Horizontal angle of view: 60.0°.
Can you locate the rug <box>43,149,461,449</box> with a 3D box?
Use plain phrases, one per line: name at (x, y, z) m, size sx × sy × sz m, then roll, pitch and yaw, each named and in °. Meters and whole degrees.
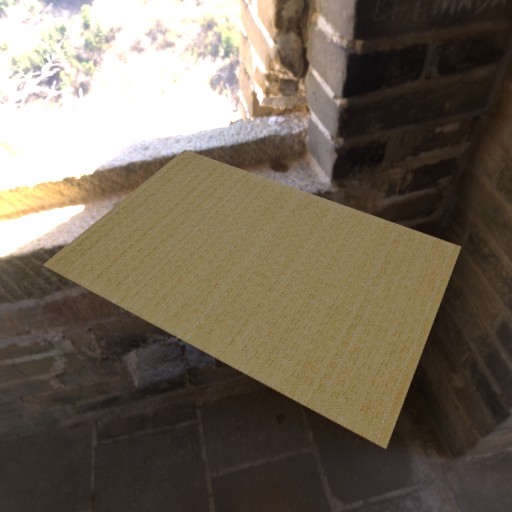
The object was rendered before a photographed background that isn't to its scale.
rug at (0.000, 0.000, 2.906) m, size 2.286 × 0.006 × 1.524 m, roll 23°, pitch 51°, yaw 20°
